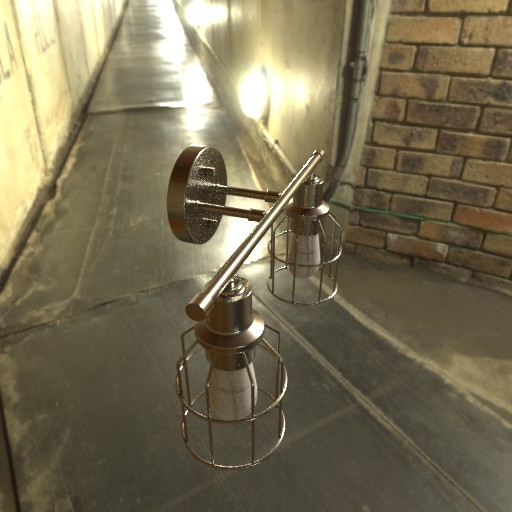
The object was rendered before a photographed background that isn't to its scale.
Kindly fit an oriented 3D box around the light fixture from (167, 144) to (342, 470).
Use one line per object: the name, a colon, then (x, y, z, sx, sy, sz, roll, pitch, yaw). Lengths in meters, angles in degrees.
light fixture: (0.000, 0.000, 0.540, 0.165, 0.254, 0.406, 11, 32, 17)
